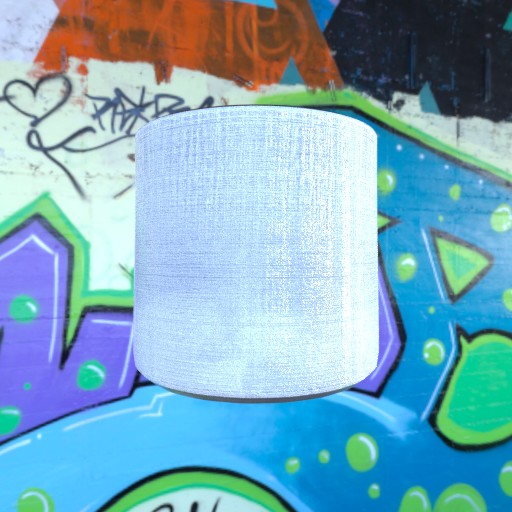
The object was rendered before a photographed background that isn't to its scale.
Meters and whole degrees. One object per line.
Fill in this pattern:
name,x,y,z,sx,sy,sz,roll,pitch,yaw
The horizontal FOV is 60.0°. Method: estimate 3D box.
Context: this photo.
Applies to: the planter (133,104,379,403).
planter,0.000,0.000,0.300,0.160,0.156,0.160,0,1,0
